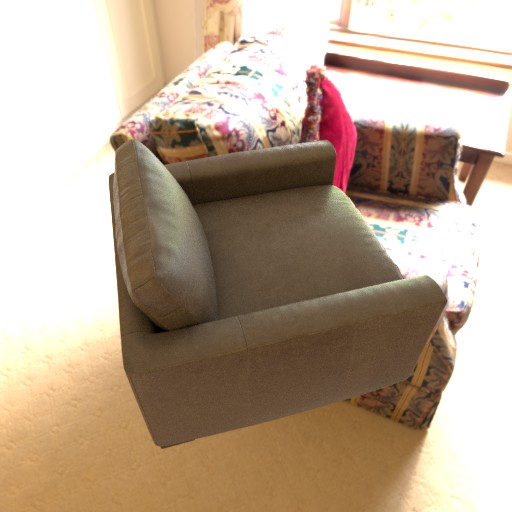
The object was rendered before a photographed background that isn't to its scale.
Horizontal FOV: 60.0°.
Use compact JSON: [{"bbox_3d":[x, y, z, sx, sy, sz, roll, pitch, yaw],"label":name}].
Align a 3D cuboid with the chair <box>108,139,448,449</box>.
[{"bbox_3d":[0.000,0.000,1.836,1.080,0.807,1.106,-11,46,-11],"label":"chair"}]
